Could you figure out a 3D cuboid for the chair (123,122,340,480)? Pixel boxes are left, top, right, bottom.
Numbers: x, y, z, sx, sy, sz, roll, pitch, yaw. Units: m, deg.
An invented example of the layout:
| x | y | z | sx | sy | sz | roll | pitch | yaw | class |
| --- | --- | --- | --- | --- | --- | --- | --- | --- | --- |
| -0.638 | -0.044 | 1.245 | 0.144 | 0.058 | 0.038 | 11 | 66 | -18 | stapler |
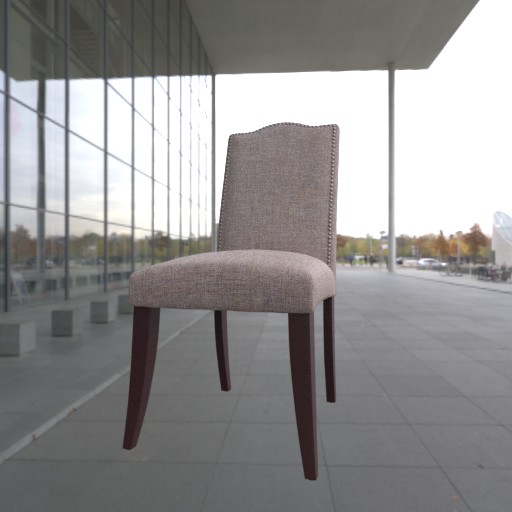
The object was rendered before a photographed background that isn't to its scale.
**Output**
| x | y | z | sx | sy | sz | roll | pitch | yaw | class |
| --- | --- | --- | --- | --- | --- | --- | --- | --- | --- |
| 0.000 | 0.000 | 1.390 | 0.513 | 1.016 | 0.660 | 0 | 0 | 19 | chair |
